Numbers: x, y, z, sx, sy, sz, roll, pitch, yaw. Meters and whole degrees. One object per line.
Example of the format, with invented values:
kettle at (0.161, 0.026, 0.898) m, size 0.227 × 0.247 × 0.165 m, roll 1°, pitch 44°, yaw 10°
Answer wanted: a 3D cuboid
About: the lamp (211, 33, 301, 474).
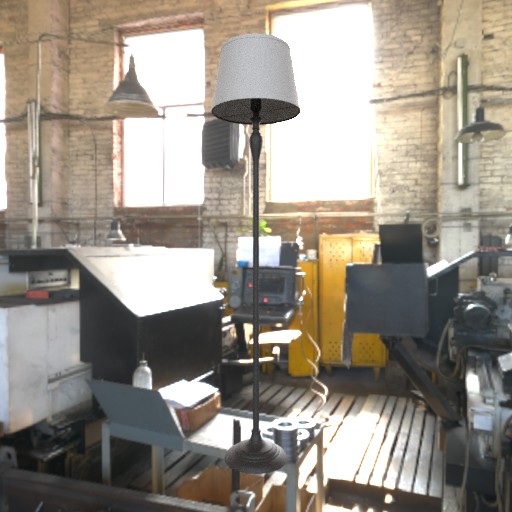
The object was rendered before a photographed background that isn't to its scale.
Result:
lamp at (0.000, 0.000, 1.637) m, size 0.327 × 1.506 × 0.327 m, roll 0°, pitch 1°, yaw -19°
